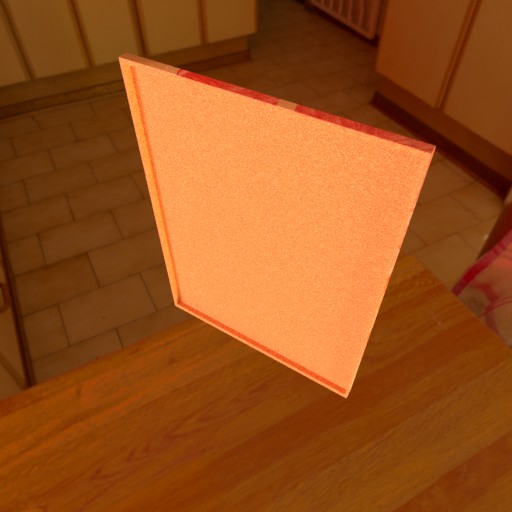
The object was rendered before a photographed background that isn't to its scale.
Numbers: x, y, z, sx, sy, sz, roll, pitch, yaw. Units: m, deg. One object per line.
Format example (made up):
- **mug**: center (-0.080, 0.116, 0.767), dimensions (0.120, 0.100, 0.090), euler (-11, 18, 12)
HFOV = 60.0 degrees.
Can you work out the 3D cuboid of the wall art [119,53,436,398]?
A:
- **wall art**: center (0.000, 0.000, 1.318), dimensions (0.762, 1.015, 0.031), euler (24, 52, 21)
